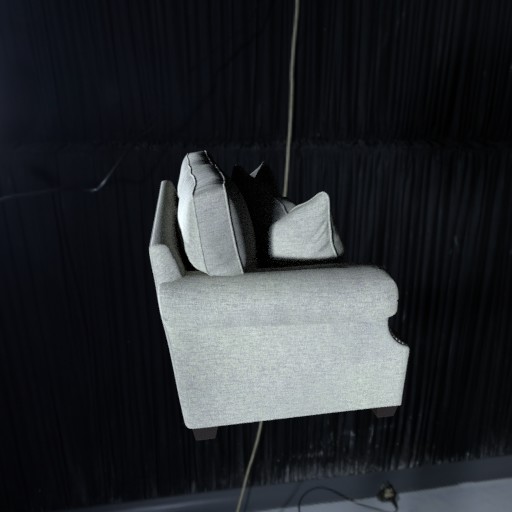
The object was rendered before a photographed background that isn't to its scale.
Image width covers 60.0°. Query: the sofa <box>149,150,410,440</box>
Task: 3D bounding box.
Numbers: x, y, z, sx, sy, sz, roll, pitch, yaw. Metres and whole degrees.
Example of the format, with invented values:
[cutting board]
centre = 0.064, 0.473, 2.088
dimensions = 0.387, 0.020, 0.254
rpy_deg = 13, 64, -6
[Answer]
[sofa]
centre = 0.000, 0.000, 2.300
dimensions = 0.966, 0.966, 1.701
rpy_deg = -3, 18, -10
